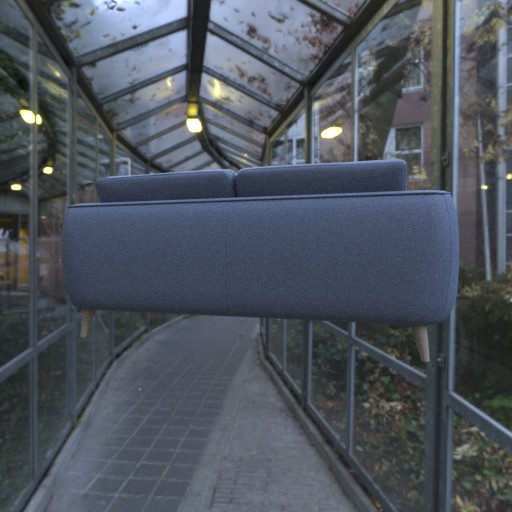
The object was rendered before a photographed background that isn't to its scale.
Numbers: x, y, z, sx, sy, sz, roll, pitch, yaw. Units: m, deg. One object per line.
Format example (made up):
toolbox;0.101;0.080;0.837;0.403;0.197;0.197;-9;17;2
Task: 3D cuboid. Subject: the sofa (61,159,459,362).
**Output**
sofa;0.000;0.000;2.504;2.000;0.870;0.920;0;1;18
